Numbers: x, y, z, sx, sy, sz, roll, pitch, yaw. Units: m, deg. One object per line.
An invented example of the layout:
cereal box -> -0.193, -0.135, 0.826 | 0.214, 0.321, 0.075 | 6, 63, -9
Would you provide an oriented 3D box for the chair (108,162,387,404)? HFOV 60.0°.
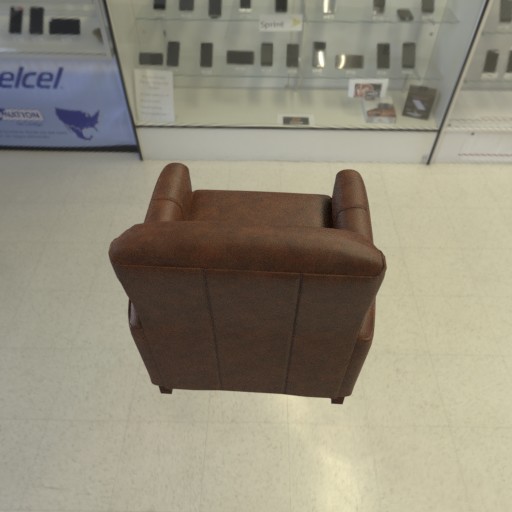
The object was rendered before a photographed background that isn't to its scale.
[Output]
chair -> 0.000, 0.000, 1.643 | 0.839, 1.010, 0.850 | 3, 49, 2
